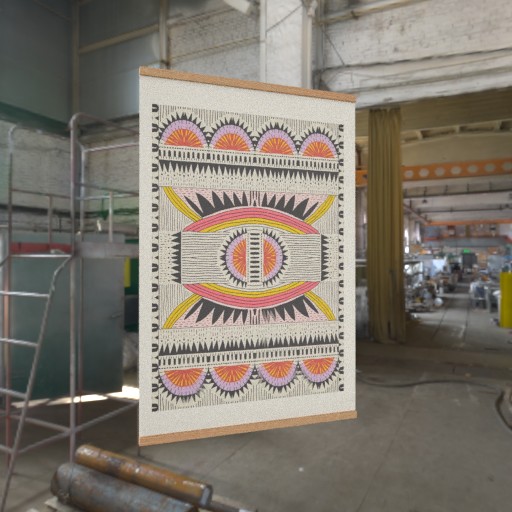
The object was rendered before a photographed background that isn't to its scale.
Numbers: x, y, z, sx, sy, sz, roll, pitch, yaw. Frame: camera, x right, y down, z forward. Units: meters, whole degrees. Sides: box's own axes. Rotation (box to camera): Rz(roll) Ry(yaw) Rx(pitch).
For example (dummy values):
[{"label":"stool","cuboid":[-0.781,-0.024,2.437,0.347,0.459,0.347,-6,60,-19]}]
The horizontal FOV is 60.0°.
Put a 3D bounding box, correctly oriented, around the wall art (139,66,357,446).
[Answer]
[{"label":"wall art","cuboid":[0.000,0.000,1.960,0.999,1.533,0.028,0,0,-19]}]
